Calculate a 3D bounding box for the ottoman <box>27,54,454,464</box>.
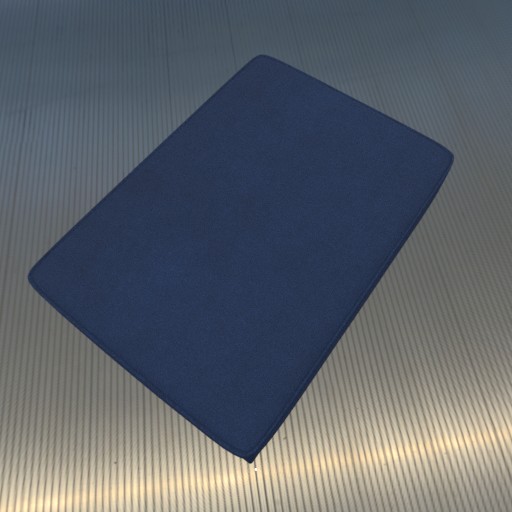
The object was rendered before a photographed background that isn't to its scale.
[{"bbox_3d":[0.000,0.000,1.345,0.686,0.584,0.965,34,69,15],"label":"ottoman"}]
